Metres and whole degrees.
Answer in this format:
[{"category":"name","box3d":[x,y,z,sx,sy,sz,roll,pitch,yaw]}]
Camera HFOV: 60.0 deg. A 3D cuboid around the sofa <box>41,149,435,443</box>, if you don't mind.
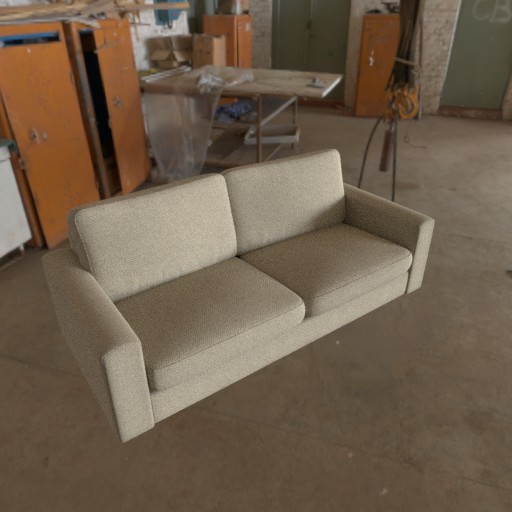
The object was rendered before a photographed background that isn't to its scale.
[{"category":"sofa","box3d":[0.000,0.000,2.675,2.179,0.873,1.016,-20,35,-31]}]
